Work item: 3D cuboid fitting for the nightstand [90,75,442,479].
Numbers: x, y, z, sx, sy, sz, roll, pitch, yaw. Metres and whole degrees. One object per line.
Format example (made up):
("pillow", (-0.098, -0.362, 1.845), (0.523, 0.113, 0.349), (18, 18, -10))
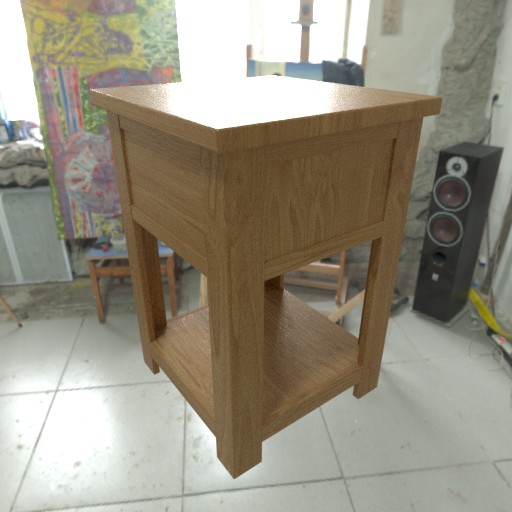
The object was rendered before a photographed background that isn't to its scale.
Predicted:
("nightstand", (0.000, 0.000, 0.881), (0.418, 0.614, 0.428), (-19, 33, -32))
